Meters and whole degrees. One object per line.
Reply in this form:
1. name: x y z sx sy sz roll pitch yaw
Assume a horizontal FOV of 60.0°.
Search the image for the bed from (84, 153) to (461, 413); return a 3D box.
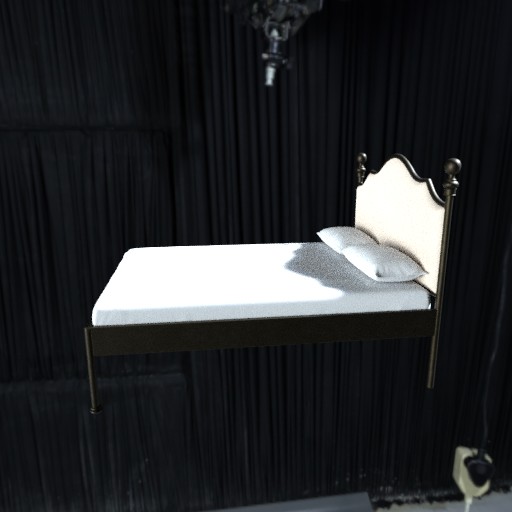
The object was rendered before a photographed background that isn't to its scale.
1. bed: 0.000 0.000 3.268 2.170 1.462 1.533 -2 14 -7
